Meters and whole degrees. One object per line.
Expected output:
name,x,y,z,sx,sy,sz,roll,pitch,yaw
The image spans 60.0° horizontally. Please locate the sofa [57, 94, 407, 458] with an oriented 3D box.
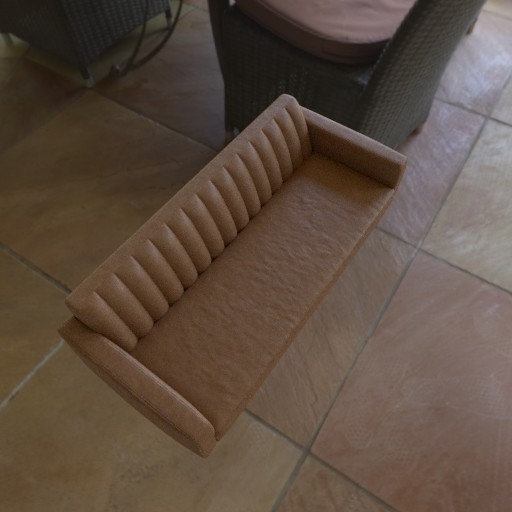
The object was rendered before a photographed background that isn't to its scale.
sofa,0.000,0.000,2.846,0.990,0.821,2.291,32,63,18
